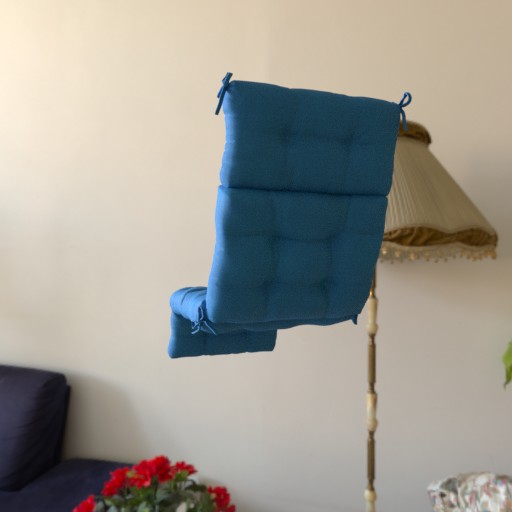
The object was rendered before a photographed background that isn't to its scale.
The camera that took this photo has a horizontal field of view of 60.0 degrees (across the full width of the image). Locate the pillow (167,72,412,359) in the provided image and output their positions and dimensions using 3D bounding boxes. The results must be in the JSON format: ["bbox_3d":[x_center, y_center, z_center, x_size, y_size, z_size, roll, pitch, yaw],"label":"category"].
[{"bbox_3d":[0.000,0.000,1.525,0.526,0.863,1.016,0,-1,-19],"label":"pillow"}]
